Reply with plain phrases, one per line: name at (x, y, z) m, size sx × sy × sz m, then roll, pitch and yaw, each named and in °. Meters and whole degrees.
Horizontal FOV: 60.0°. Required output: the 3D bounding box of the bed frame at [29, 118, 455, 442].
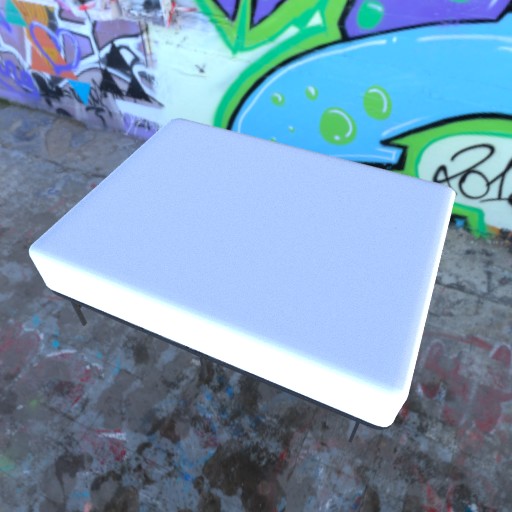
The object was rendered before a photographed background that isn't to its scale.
bed frame at (0.000, 0.000, 2.775) m, size 2.037 × 0.677 × 1.528 m, roll 19°, pitch 50°, yaw 16°
